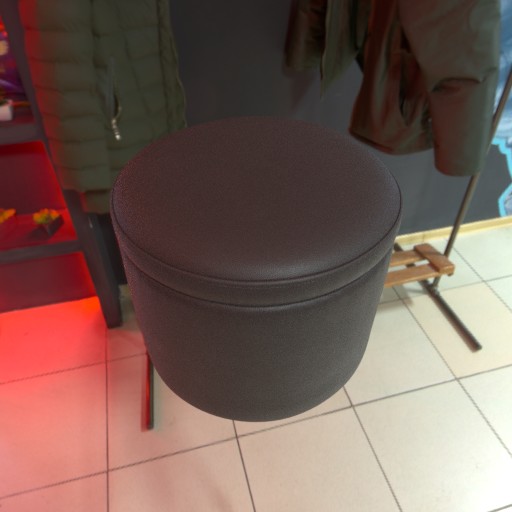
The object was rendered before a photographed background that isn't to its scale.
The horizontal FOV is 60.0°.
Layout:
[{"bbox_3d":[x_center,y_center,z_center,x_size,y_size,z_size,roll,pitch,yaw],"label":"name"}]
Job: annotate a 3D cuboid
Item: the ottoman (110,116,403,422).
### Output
[{"bbox_3d":[0.000,0.000,0.880,0.500,0.409,0.500,0,42,0],"label":"ottoman"}]
